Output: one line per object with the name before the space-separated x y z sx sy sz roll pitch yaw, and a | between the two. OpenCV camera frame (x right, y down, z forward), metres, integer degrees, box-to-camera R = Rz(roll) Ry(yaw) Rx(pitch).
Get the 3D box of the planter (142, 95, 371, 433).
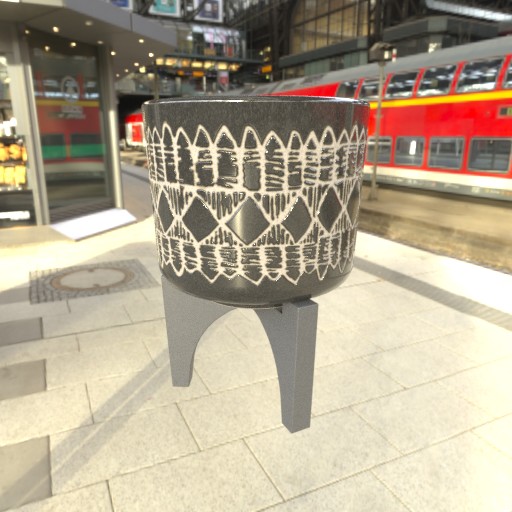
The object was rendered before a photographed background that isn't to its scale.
planter | 0.000 0.000 0.545 0.251 0.355 0.251 -8 18 -26
